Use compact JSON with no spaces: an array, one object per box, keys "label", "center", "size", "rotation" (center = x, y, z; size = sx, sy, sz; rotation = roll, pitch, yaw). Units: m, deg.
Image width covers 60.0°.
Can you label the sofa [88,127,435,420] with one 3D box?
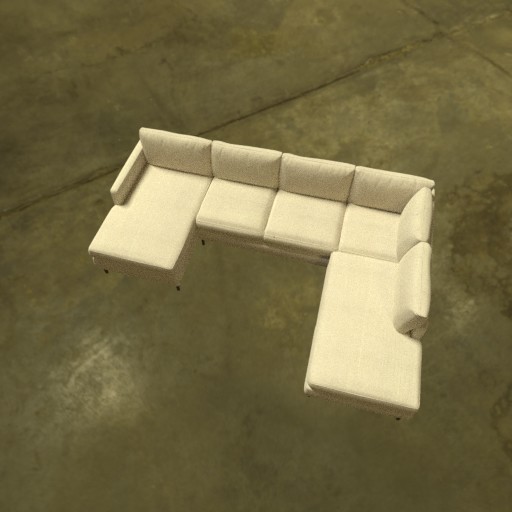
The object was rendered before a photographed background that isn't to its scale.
[{"label":"sofa","center":[0.000,0.000,3.620],"size":[2.737,0.756,1.879],"rotation":[12,57,8]}]
